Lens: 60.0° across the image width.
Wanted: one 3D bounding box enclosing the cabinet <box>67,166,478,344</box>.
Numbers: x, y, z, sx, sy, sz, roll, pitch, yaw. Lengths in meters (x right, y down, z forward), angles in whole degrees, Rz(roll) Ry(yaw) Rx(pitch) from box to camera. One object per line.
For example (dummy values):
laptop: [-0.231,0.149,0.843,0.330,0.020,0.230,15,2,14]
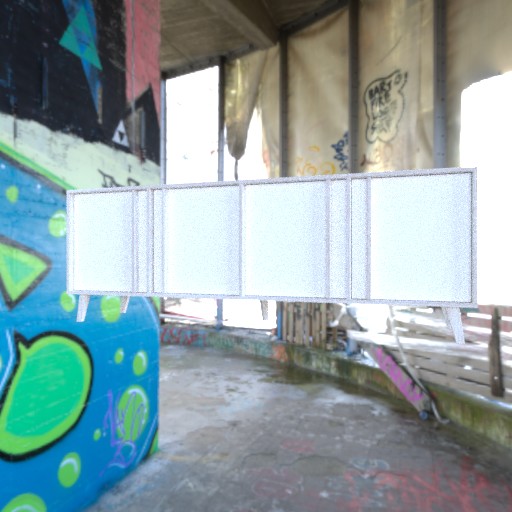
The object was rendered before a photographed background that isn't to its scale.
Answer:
cabinet: [0.000,0.000,2.511,2.200,0.780,0.500,0,0,19]
